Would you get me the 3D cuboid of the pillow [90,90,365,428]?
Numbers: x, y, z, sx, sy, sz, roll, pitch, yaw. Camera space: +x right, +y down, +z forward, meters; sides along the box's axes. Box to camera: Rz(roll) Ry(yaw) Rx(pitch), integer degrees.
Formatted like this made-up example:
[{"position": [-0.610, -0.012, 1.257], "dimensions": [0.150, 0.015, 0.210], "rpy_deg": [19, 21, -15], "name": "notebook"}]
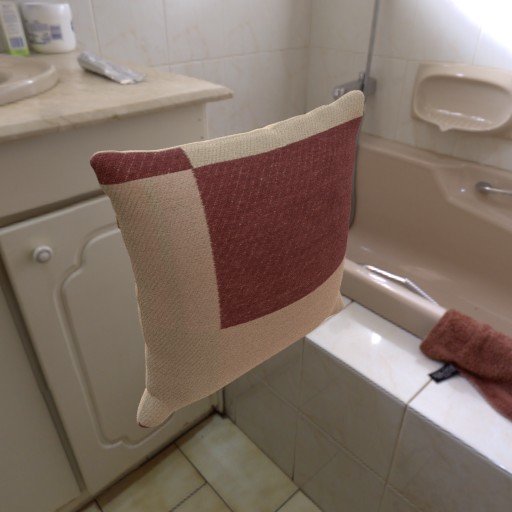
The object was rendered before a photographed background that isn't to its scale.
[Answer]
[{"position": [0.000, 0.000, 0.795], "dimensions": [0.536, 0.506, 0.229], "rpy_deg": [-24, 39, -33], "name": "pillow"}]
